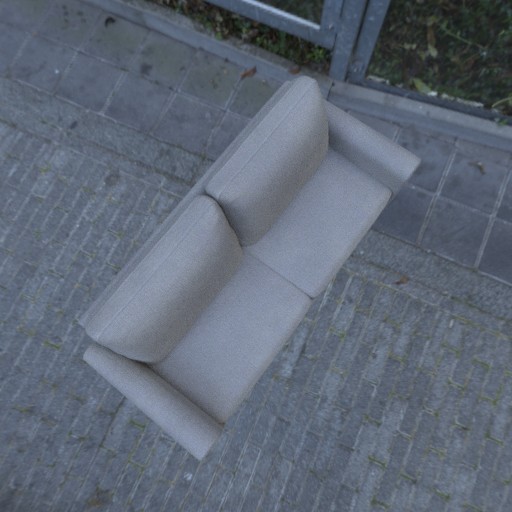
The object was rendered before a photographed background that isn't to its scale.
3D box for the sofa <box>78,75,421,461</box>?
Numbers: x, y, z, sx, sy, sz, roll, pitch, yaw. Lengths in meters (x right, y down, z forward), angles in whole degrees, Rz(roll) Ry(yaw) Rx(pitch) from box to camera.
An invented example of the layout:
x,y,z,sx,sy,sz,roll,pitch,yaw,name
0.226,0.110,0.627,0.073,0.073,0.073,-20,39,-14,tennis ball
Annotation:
x,y,z,sx,sy,sz,roll,pitch,yaw,name
0.000,0.000,2.433,0.842,0.942,1.935,36,78,9,sofa
